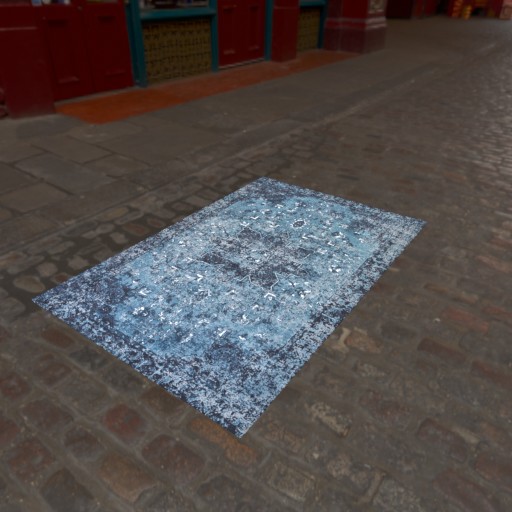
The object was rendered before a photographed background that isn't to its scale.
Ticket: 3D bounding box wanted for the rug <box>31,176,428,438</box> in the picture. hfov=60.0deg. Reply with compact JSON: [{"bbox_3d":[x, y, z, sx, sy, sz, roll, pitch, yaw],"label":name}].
[{"bbox_3d":[0.000,0.000,2.347,1.219,0.005,1.828,21,38,30],"label":"rug"}]
